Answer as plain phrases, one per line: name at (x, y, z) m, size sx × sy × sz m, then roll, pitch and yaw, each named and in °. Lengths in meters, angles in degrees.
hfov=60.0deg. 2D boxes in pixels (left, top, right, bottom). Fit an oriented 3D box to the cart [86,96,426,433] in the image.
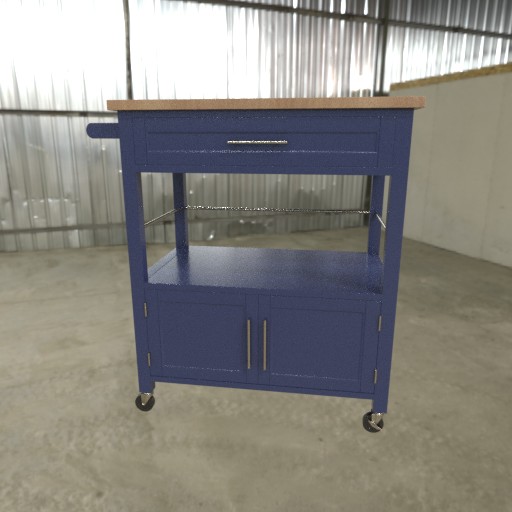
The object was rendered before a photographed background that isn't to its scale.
cart at (0.000, 0.000, 1.390) m, size 0.840 × 0.901 × 0.459 m, roll 2°, pitch 15°, yaw 8°
